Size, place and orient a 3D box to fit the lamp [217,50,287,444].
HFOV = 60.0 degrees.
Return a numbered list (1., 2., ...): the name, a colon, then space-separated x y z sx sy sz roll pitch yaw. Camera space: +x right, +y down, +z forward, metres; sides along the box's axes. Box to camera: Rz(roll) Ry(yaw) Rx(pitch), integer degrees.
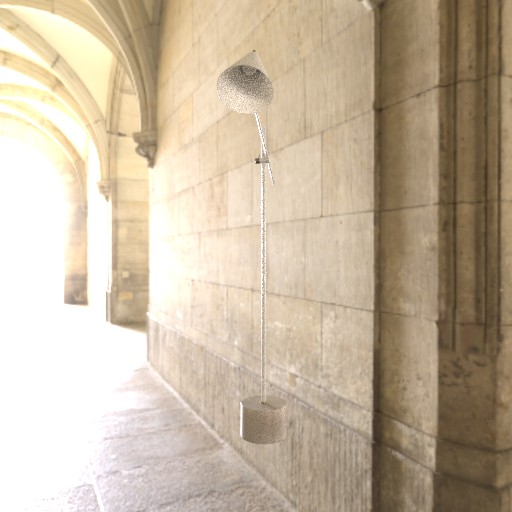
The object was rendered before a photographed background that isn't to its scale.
1. lamp: 0.000 0.000 1.609 0.223 1.430 0.508 0 1 17
